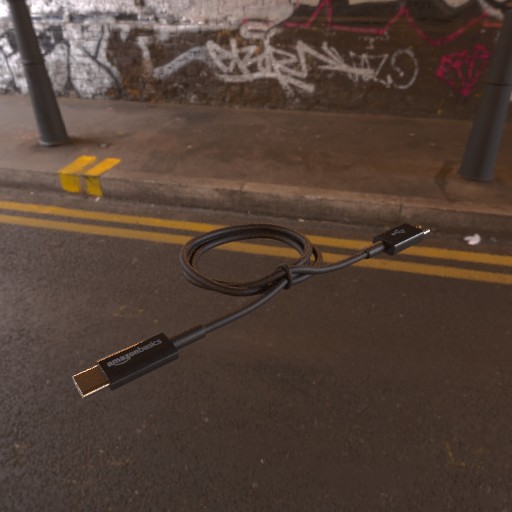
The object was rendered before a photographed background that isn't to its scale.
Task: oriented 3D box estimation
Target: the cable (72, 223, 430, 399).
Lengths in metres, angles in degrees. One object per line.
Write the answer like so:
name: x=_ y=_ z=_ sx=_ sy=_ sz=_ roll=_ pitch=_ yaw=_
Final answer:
cable: x=0.000 y=0.000 z=0.214 sx=0.192 sy=0.014 sz=0.070 roll=-21 pitch=37 yaw=-32
